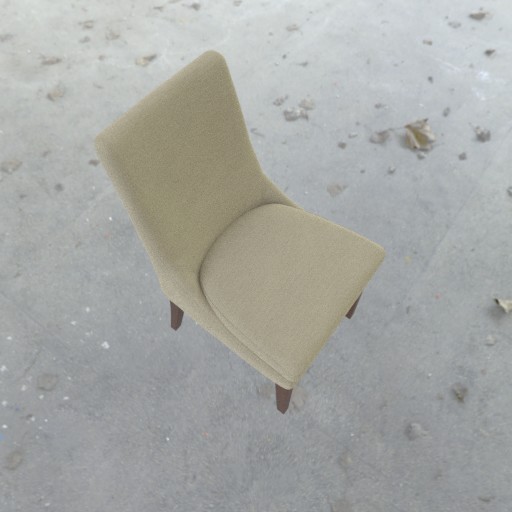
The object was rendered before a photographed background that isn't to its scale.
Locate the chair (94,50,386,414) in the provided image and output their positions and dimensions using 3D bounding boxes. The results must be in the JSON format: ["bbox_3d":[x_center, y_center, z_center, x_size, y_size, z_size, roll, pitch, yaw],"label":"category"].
[{"bbox_3d":[0.000,0.000,1.349,0.638,0.940,0.515,33,65,18],"label":"chair"}]
